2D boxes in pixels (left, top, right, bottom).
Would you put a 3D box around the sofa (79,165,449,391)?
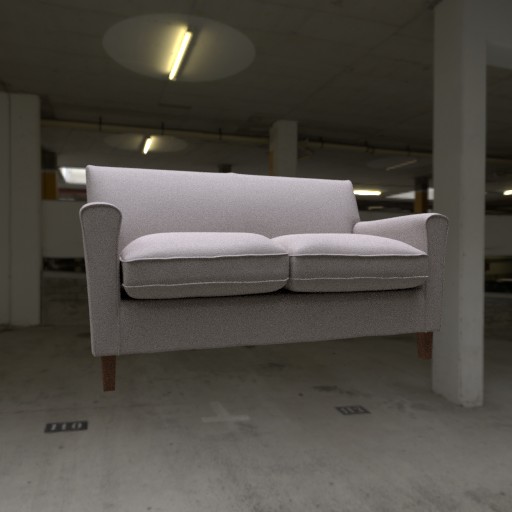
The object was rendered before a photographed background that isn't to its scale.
[{"bbox_3d":[0.000,0.000,2.033,1.482,0.890,0.888,0,1,-19],"label":"sofa"}]
